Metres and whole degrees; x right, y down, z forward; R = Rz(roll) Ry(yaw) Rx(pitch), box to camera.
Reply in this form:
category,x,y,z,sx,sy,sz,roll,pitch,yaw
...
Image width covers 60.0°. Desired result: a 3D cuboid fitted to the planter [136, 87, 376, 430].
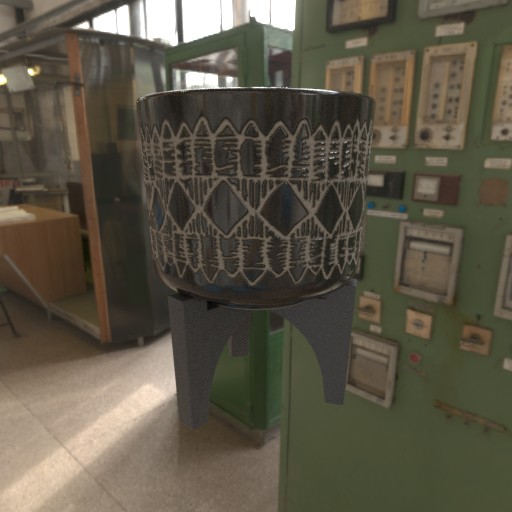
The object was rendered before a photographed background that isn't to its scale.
category,x,y,z,sx,sy,sz,roll,pitch,yaw
planter,0.000,0.000,0.268,0.129,0.177,0.129,0,14,0
